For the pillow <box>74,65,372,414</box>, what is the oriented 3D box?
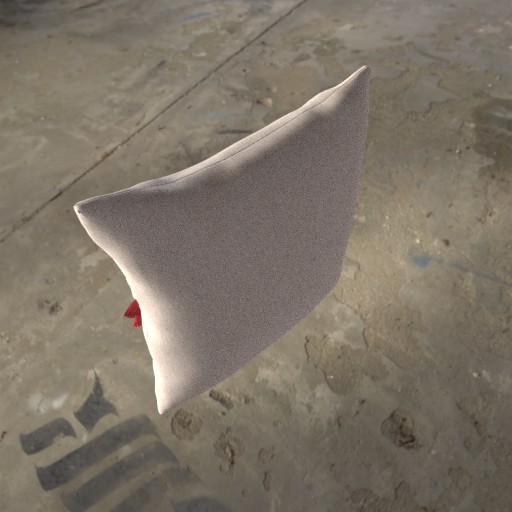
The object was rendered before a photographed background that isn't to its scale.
[{"bbox_3d":[0.000,0.000,0.660,0.433,0.436,0.173,-34,56,-27],"label":"pillow"}]
